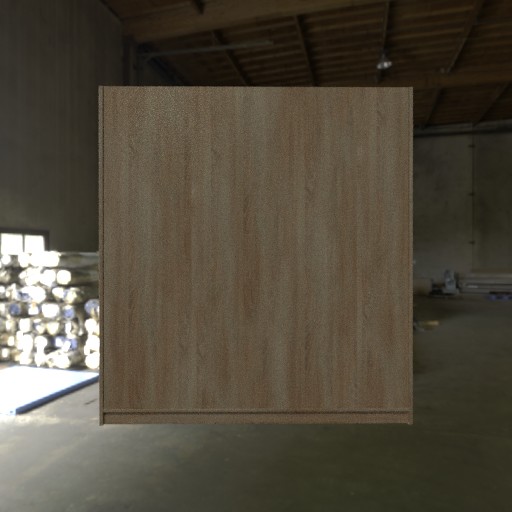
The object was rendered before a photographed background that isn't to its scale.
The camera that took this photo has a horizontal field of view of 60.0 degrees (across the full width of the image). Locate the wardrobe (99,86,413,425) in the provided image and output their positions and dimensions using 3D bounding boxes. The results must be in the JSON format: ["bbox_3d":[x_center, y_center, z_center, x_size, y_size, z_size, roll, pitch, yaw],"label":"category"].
[{"bbox_3d":[0.000,0.000,3.121,1.998,2.159,0.598,0,0,-1],"label":"wardrobe"}]
